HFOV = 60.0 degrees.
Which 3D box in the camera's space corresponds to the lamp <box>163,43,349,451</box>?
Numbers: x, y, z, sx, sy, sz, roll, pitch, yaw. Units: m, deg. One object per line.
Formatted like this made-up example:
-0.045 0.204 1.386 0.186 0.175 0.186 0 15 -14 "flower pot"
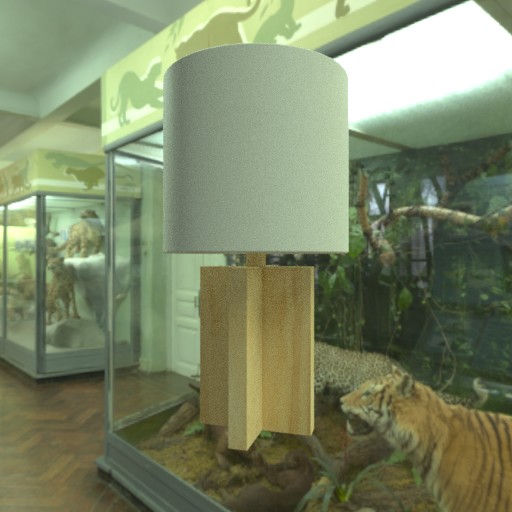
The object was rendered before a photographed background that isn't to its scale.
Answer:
0.000 0.000 0.557 0.229 0.428 0.229 0 0 17 "lamp"
